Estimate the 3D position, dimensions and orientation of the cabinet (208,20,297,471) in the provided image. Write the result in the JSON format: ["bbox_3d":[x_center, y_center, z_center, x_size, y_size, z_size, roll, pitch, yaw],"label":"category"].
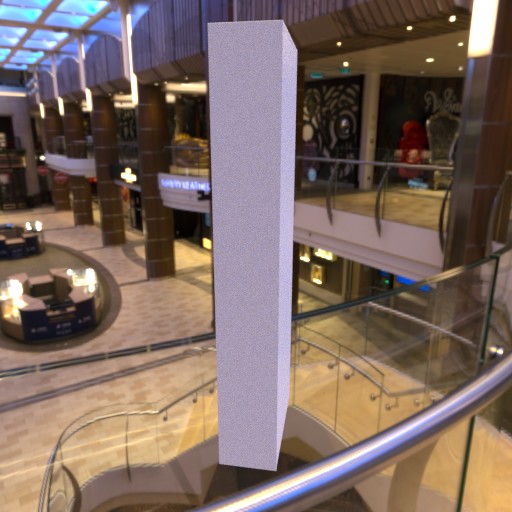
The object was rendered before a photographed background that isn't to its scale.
[{"bbox_3d":[0.000,0.000,1.821,0.255,1.630,0.520,3,16,10],"label":"cabinet"}]
